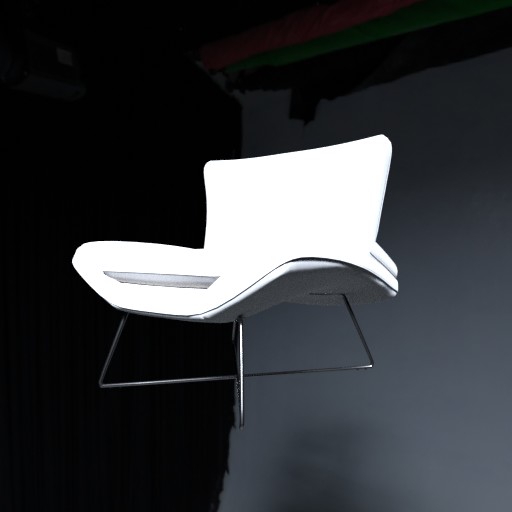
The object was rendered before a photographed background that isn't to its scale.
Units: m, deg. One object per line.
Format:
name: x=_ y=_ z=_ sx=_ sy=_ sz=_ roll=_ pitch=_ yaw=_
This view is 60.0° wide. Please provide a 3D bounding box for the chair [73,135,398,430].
chair: x=0.000 y=0.000 z=1.641 sx=0.859 sy=0.855 sz=1.008 roll=1 pitch=1 yaw=36
